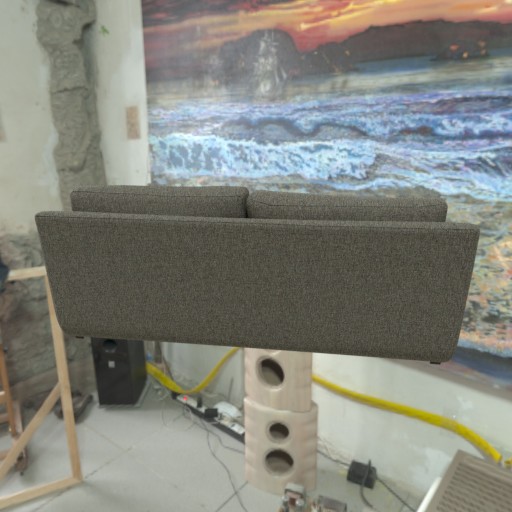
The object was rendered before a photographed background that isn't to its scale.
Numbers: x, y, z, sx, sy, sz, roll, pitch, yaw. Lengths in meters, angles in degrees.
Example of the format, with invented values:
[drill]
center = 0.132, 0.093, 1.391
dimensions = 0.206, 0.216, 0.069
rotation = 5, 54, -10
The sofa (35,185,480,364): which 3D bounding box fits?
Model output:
[sofa]
center = 0.000, 0.000, 2.948
dimensions = 2.418, 0.998, 1.103
rotation = 2, 16, 8
